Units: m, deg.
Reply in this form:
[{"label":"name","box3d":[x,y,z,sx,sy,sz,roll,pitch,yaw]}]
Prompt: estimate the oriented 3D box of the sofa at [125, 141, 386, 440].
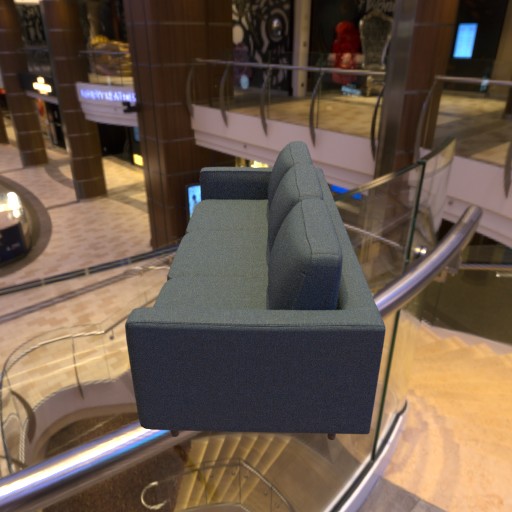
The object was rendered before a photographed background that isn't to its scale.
[{"label":"sofa","box3d":[0.000,0.000,2.511,0.935,0.945,2.013,1,27,1]}]
